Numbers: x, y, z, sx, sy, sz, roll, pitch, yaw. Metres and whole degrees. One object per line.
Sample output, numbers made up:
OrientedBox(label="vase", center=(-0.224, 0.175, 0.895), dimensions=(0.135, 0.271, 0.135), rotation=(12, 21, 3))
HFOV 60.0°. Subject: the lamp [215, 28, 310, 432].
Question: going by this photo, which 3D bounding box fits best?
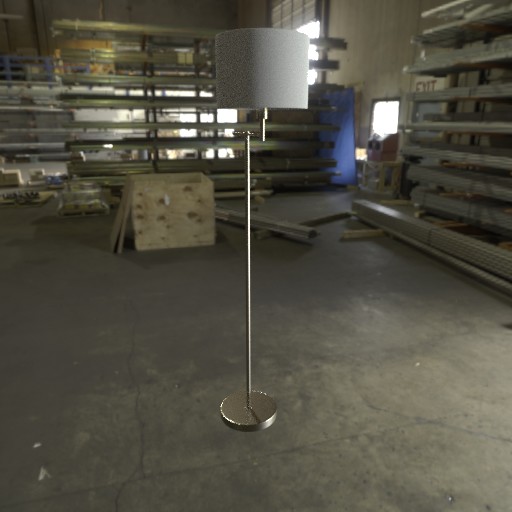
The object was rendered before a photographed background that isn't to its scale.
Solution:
OrientedBox(label="lamp", center=(0.000, 0.000, 1.798), dimensions=(0.324, 1.600, 0.416), rotation=(-9, 19, -27))
